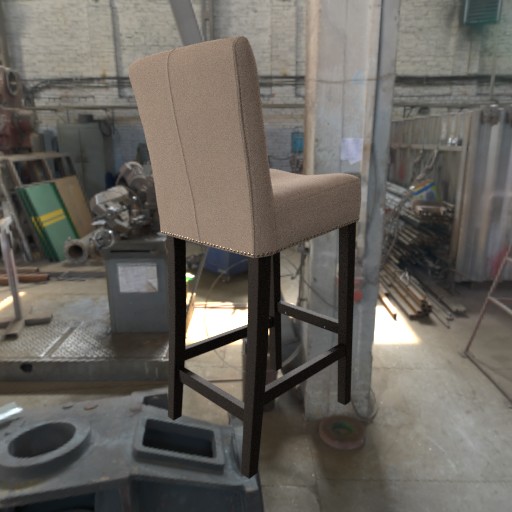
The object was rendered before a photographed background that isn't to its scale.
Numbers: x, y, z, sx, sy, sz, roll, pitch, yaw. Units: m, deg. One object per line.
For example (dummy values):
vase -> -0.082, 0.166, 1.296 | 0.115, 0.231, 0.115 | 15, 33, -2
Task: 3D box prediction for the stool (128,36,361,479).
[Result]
stool -> 0.000, 0.000, 1.283 | 0.548, 1.047, 0.411 | -14, 21, -43
